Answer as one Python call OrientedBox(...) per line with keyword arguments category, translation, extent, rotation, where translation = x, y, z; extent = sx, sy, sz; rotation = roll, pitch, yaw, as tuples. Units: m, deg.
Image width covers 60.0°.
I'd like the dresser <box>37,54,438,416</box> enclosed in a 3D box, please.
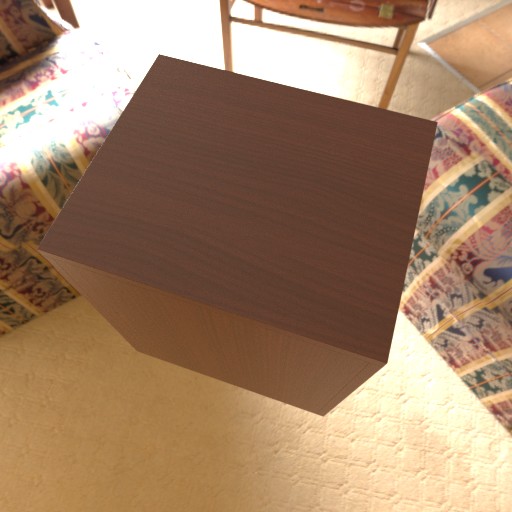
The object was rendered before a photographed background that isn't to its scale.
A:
OrientedBox(category="dresser", translation=(0.000, 0.000, 0.757), extent=(0.400, 0.470, 0.360), rotation=(17, 65, 8))
